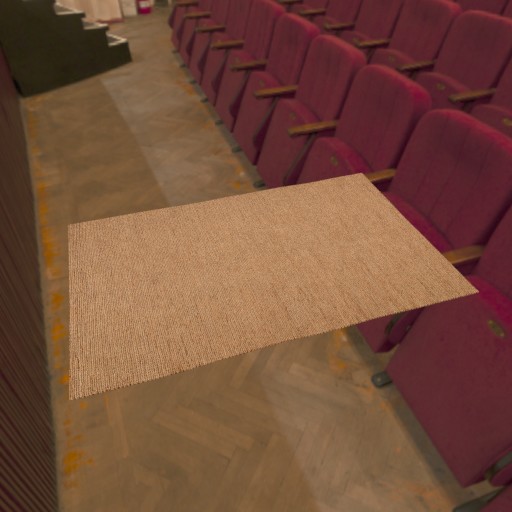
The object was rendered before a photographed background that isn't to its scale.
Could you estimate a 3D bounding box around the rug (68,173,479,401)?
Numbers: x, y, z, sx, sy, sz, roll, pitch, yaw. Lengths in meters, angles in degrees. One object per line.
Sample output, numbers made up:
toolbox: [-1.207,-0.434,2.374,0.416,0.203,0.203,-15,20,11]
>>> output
rug: [0.000,0.000,3.030,2.439,0.011,1.533,-12,42,-14]
